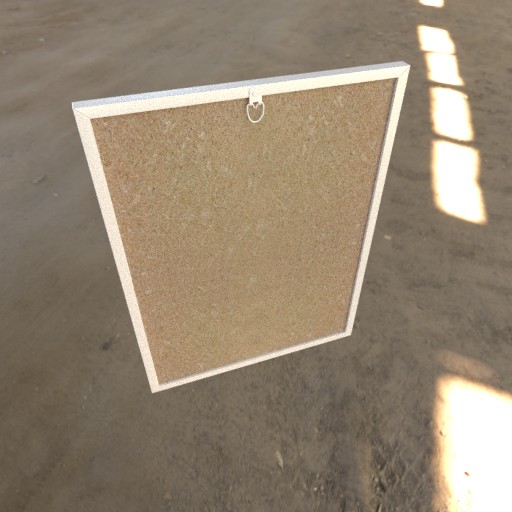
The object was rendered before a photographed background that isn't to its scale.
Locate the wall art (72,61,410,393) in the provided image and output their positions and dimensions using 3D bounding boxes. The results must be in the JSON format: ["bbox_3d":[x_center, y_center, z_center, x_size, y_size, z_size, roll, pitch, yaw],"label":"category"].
[{"bbox_3d":[0.000,0.000,1.363,0.805,1.056,0.042,-13,43,-14],"label":"wall art"}]
